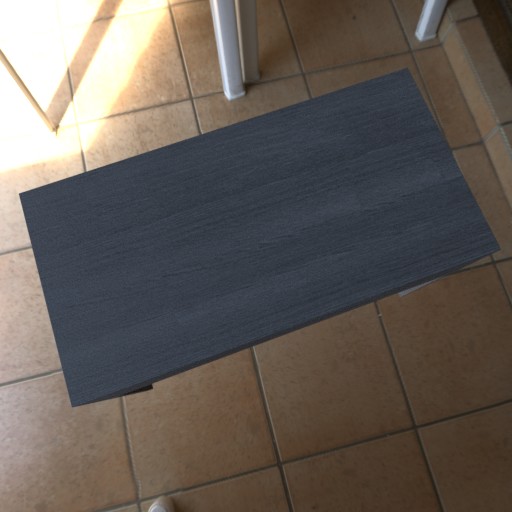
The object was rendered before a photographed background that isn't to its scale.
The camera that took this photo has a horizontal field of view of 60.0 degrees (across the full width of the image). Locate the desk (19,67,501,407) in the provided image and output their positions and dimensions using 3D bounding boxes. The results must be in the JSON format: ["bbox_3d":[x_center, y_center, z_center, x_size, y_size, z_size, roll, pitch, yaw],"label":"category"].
[{"bbox_3d":[0.000,0.000,1.477,1.099,0.729,0.557,-19,77,-5],"label":"desk"}]
